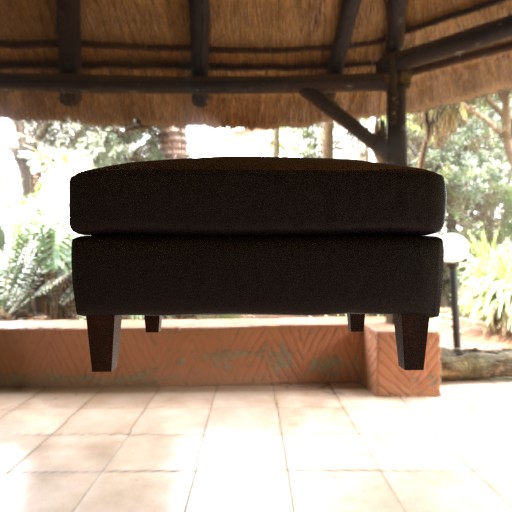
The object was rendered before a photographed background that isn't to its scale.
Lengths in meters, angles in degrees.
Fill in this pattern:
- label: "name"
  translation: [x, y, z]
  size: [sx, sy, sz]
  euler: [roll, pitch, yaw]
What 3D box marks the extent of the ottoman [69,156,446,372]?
- label: "ottoman"
  translation: [0.000, 0.000, 1.298]
  size: [0.887, 0.529, 0.659]
  euler: [0, 0, -1]
